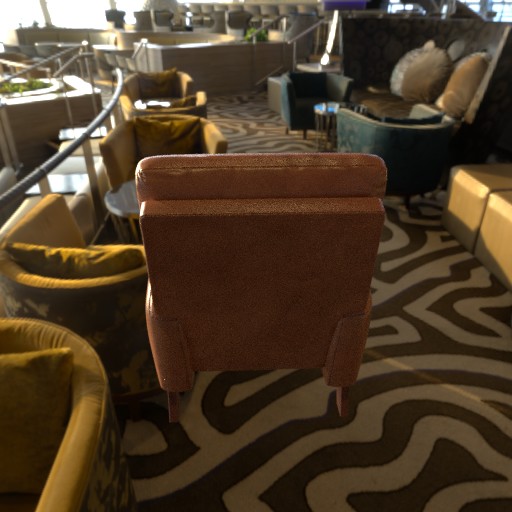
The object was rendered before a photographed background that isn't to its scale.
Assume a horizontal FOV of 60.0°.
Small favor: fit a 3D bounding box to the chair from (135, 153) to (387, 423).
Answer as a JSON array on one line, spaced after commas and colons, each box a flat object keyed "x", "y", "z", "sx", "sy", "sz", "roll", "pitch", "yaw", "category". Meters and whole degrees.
[{"x": 0.000, "y": 0.000, "z": 1.681, "sx": 0.762, "sy": 0.990, "sz": 0.990, "roll": -1, "pitch": 30, "yaw": -2, "category": "chair"}]
